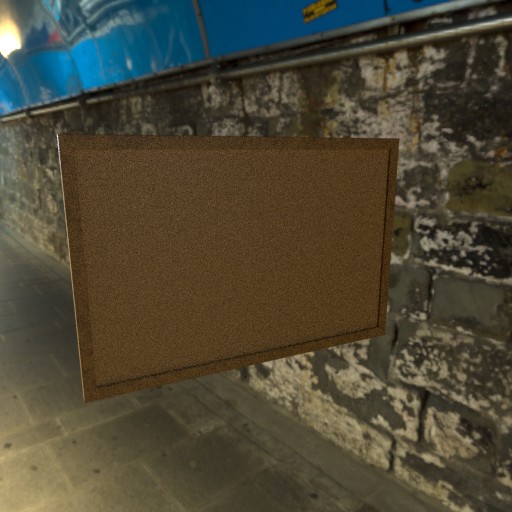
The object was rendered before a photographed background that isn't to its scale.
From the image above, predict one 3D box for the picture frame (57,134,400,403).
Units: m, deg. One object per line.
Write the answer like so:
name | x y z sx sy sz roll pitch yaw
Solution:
picture frame | 0.000 0.000 1.193 0.922 0.621 0.029 -6 15 -25
